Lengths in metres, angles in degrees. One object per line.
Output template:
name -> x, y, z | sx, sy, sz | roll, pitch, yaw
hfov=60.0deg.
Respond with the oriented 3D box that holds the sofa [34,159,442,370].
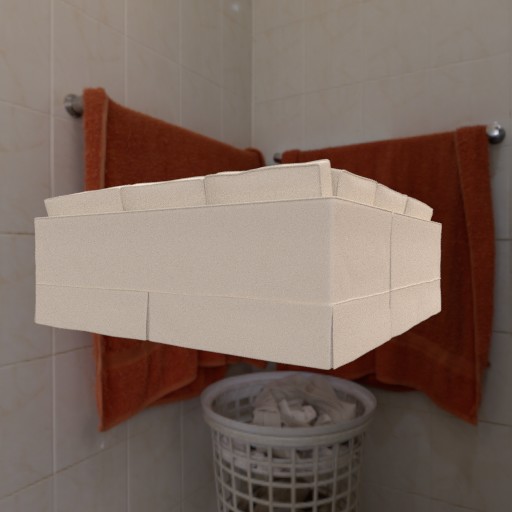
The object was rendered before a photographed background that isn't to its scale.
sofa -> 0.000, 0.000, 3.891 | 2.597, 1.070, 2.591 | 0, 1, 33
